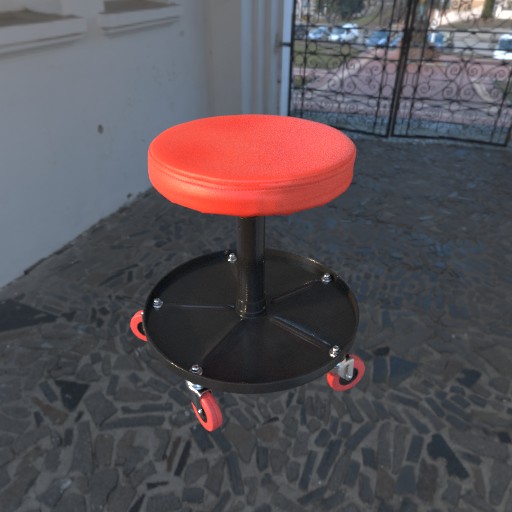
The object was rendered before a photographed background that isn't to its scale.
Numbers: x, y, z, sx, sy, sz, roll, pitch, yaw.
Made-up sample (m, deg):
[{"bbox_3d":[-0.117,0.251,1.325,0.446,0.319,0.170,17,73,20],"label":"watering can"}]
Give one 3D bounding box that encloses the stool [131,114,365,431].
[{"bbox_3d":[0.000,0.000,0.683,0.381,0.365,0.382,20,38,29],"label":"stool"}]
